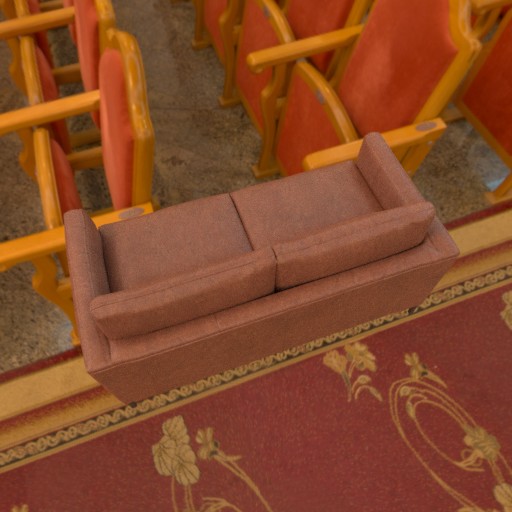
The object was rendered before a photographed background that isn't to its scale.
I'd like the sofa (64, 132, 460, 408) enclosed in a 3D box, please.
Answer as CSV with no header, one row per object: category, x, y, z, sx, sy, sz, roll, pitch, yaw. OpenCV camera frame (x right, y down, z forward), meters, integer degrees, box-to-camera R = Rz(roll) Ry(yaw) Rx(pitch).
sofa,0.000,0.000,2.352,1.797,0.883,0.899,-17,60,-10
